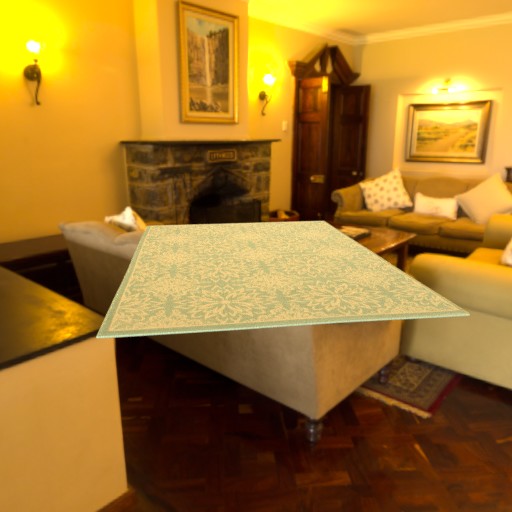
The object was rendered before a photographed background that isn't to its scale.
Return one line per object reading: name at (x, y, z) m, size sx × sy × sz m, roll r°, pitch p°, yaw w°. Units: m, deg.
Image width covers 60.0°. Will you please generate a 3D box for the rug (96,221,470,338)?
rug at (0.000, 0.000, 2.894) m, size 1.589 × 0.014 × 2.205 m, roll -2°, pitch 15°, yaw -8°
